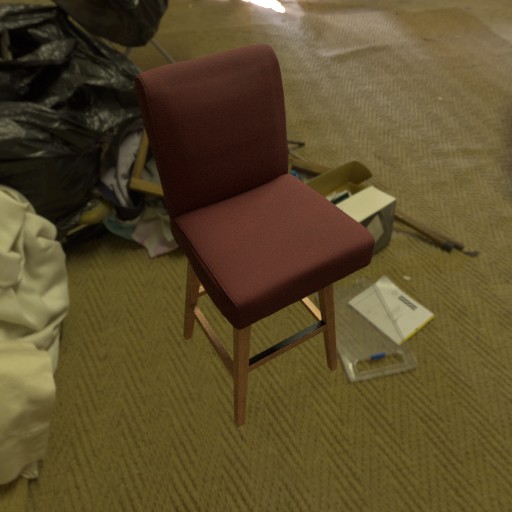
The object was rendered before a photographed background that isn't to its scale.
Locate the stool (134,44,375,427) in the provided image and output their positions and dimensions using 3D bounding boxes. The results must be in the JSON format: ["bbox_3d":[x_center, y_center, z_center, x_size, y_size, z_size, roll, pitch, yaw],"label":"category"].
[{"bbox_3d":[0.000,0.000,1.425,0.468,1.093,0.562,-24,51,-21],"label":"stool"}]
